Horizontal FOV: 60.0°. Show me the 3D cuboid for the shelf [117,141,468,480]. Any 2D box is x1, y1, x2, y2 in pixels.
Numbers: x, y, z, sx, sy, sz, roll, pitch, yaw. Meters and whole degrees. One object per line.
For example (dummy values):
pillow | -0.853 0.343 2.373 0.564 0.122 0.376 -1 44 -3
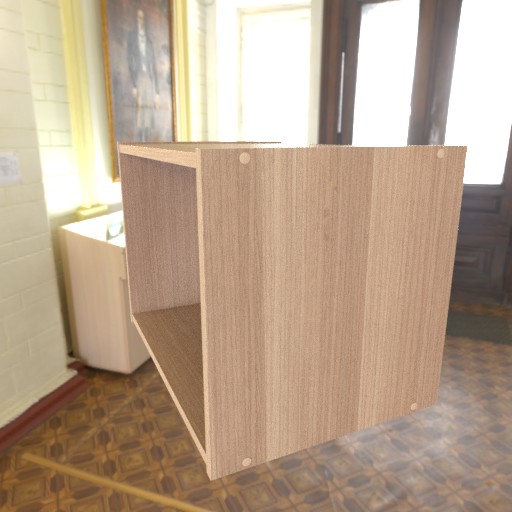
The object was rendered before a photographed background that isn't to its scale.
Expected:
shelf | 0.000 0.000 0.619 0.290 0.305 0.415 -7 17 -24
